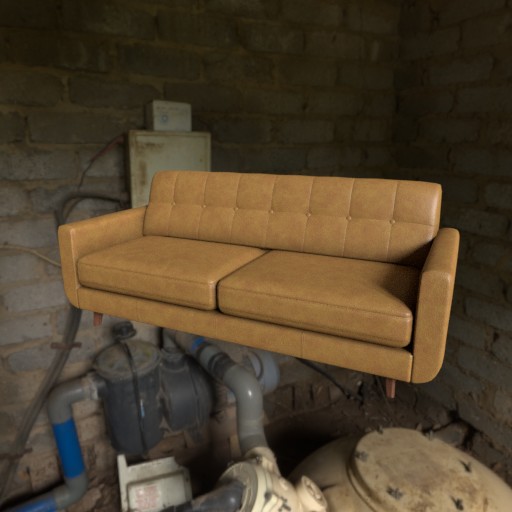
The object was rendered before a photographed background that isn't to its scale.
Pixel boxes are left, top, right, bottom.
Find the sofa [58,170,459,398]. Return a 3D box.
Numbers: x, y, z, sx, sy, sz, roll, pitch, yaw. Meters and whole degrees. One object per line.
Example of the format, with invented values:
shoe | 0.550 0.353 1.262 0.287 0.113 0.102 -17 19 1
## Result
sofa | 0.000 0.000 2.598 2.137 0.892 0.980 7 17 24
